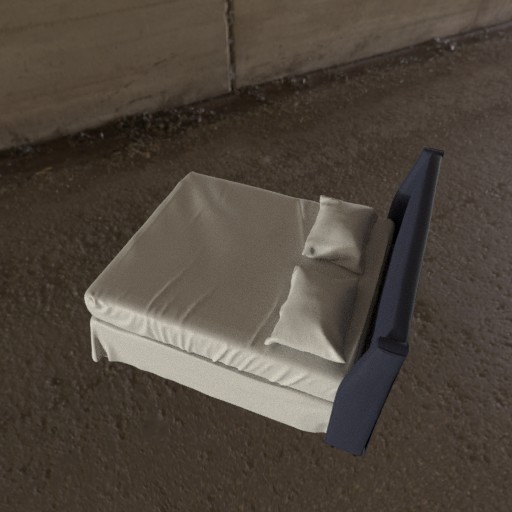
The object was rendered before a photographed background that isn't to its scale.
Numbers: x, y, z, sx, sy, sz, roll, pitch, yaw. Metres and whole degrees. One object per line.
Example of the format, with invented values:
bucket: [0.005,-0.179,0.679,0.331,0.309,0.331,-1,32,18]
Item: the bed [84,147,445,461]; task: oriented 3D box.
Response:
bed: [0.000,0.000,3.406,2.276,1.332,1.925,16,47,15]
